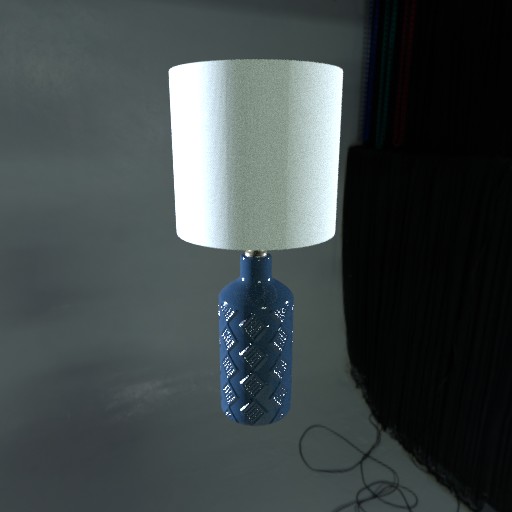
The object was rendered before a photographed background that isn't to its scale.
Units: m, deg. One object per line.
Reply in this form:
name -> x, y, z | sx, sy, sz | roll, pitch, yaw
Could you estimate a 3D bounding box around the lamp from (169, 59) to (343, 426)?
lamp -> 0.000, 0.000, 0.598 | 0.207, 0.461, 0.207 | -8, 18, -27
